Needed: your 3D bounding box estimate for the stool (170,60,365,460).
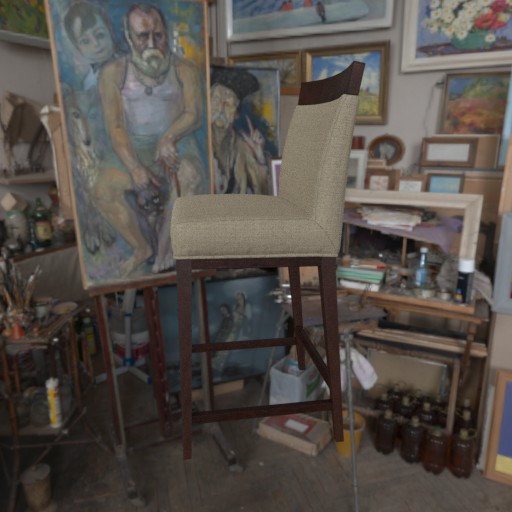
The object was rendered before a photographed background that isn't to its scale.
[{"bbox_3d":[0.000,0.000,1.309,0.480,1.011,0.463,-3,16,-9],"label":"stool"}]
